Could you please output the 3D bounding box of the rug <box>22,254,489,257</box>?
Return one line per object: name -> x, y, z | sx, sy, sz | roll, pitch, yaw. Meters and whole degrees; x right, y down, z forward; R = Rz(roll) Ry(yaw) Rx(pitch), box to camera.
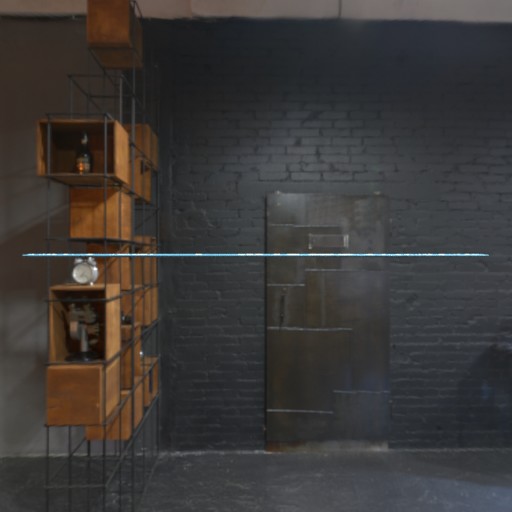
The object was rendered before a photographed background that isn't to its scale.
rug -> 0.000, 0.000, 1.456 | 1.219, 0.007, 0.604 | 0, 0, 0
